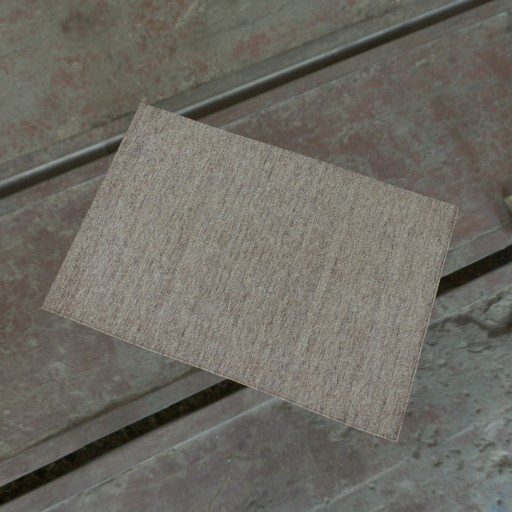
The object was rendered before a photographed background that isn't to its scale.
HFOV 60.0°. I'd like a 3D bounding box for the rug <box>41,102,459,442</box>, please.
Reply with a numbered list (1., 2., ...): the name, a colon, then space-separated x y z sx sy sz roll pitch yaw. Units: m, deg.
1. rug: 0.000 0.000 2.832 2.283 0.013 1.547 19 76 5
